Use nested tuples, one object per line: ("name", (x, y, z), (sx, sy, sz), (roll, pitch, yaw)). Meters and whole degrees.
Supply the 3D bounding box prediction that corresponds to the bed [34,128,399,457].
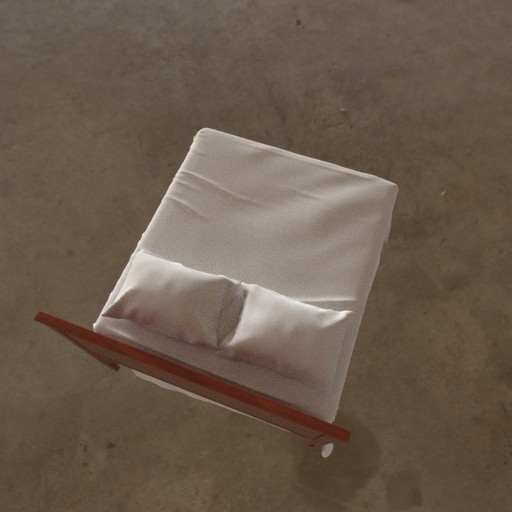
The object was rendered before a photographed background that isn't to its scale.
("bed", (0.000, 0.000, 3.106), (1.870, 1.270, 2.050), (19, 66, 9))
